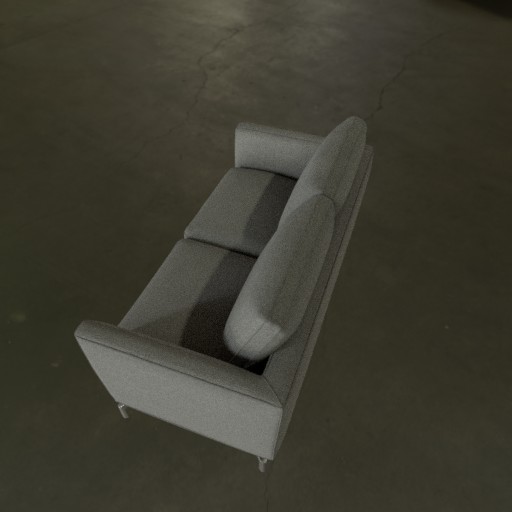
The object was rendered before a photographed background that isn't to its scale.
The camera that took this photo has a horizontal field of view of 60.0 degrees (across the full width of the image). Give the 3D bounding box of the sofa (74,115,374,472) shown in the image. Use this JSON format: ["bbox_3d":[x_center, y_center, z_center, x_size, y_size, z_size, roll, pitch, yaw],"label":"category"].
[{"bbox_3d":[0.000,0.000,2.135,0.803,0.924,1.594,15,48,14],"label":"sofa"}]
